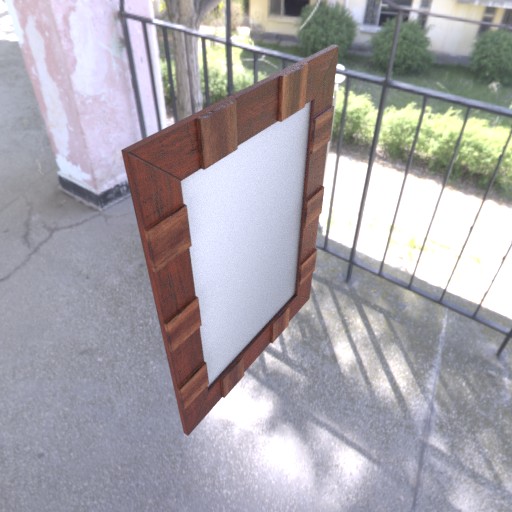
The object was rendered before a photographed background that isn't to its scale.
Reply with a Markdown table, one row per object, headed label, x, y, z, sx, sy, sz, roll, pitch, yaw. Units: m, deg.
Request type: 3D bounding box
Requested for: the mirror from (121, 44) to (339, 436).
| label | x | y | z | sx | sy | sz | roll | pitch | yaw |
| --- | --- | --- | --- | --- | --- | --- | --- | --- | --- |
| mirror | 0.000 | 0.000 | 1.055 | 0.021 | 0.805 | 0.600 | 26 | 48 | 26 |
